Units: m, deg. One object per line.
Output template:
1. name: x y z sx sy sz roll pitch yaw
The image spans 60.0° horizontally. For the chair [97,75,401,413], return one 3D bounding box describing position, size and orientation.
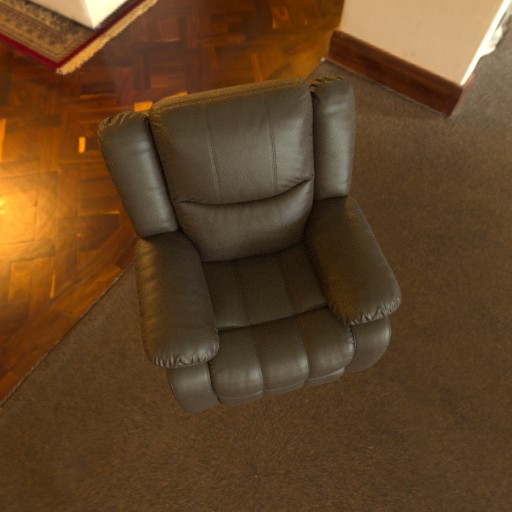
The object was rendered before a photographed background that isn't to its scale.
1. chair: 0.000 0.000 1.690 0.899 1.009 0.934 -12 64 -6
